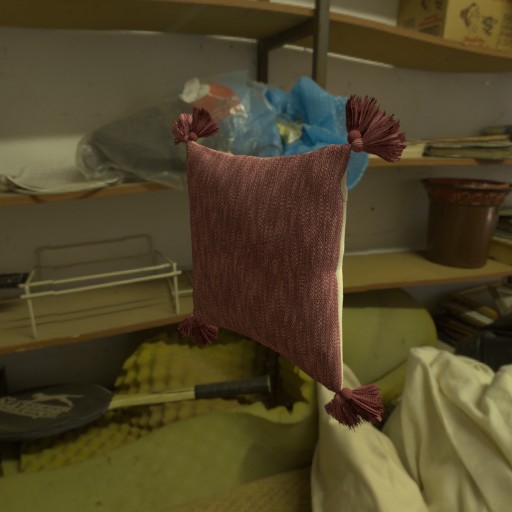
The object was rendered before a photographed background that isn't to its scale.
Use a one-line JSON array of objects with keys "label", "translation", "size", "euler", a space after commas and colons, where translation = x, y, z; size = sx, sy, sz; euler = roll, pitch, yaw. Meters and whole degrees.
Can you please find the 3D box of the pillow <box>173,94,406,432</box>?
[{"label": "pillow", "translation": [0.000, 0.000, 0.983], "size": [0.138, 0.659, 0.641], "euler": [-15, 22, -43]}]
